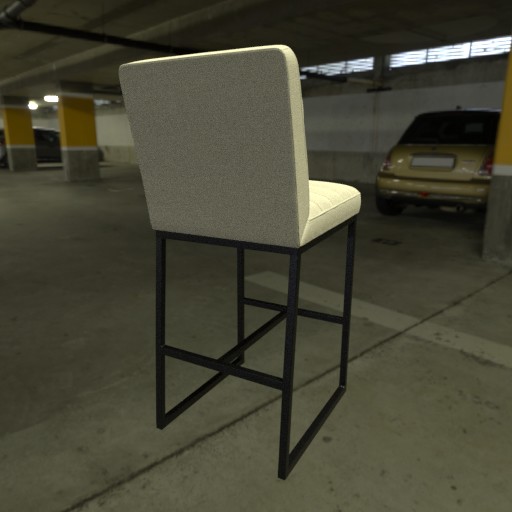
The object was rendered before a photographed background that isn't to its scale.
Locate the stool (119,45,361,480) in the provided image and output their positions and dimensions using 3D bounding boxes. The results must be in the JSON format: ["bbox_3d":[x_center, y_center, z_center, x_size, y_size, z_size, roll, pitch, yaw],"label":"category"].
[{"bbox_3d":[0.000,0.000,1.313,0.460,1.040,0.560,8,17,29],"label":"stool"}]
